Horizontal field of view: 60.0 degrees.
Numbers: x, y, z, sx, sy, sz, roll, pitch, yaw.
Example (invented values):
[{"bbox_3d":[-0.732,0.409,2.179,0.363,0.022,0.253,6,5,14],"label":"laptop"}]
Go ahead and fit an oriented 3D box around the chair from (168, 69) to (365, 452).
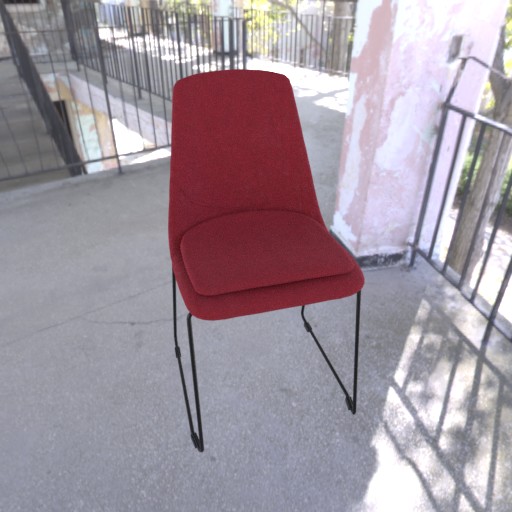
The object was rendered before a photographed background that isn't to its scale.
[{"bbox_3d":[0.000,0.000,1.190,0.479,0.858,0.518,-8,33,-13],"label":"chair"}]
